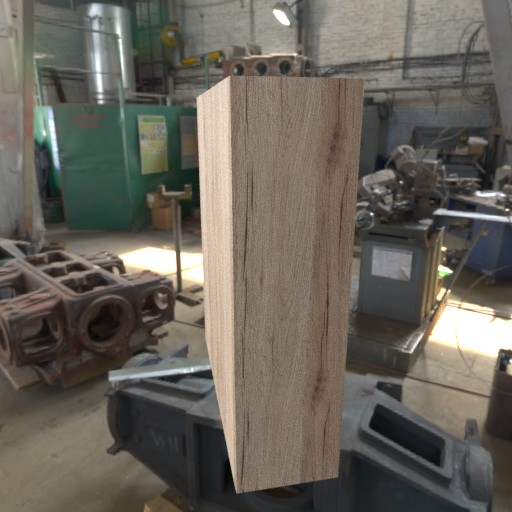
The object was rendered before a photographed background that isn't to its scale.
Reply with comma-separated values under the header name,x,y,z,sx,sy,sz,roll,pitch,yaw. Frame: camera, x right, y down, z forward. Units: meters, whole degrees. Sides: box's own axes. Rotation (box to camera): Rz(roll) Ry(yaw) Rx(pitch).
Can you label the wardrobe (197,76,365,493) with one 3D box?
name,x,y,z,sx,sy,sz,roll,pitch,yaw
wardrobe,0.000,0.000,2.959,0.580,2.070,1.810,-3,17,-11
